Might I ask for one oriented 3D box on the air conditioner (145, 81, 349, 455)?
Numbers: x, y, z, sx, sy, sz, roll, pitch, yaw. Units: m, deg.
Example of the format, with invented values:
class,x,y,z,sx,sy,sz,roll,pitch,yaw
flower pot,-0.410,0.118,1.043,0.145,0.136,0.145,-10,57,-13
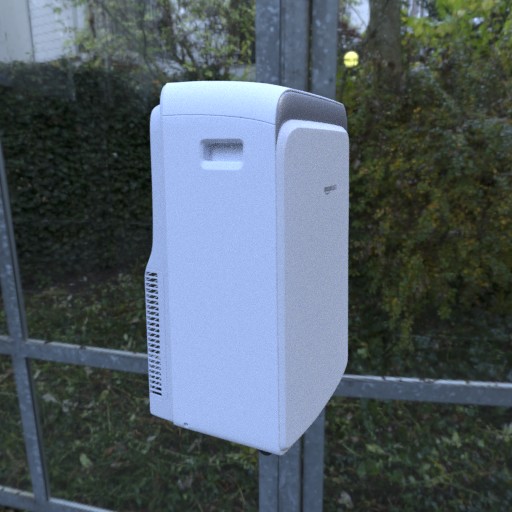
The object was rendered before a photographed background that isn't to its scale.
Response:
class,x,y,z,sx,sy,sz,roll,pitch,yaw
air conditioner,0.000,0.000,0.987,0.365,0.700,0.454,7,15,26
